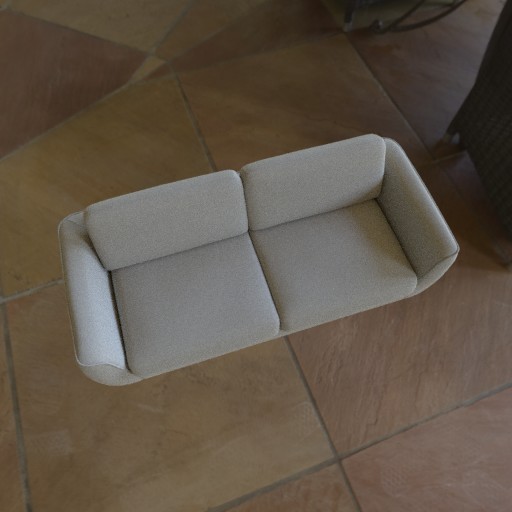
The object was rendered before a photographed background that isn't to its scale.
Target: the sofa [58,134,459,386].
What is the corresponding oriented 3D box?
[{"bbox_3d":[0.000,0.000,2.496,2.000,0.850,0.920,-16,64,-8],"label":"sofa"}]
